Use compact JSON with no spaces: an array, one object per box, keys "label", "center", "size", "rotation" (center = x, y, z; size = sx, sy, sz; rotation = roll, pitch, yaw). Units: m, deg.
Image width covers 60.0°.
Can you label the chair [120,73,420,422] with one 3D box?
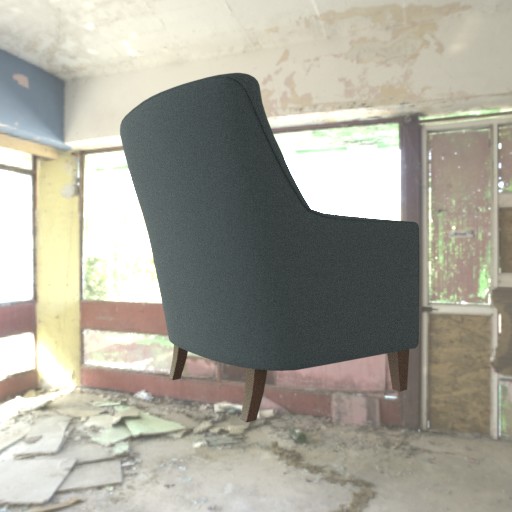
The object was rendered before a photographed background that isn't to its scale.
[{"label":"chair","center":[0.000,0.000,1.558],"size":[0.879,0.916,0.756],"rotation":[0,0,-34]}]
